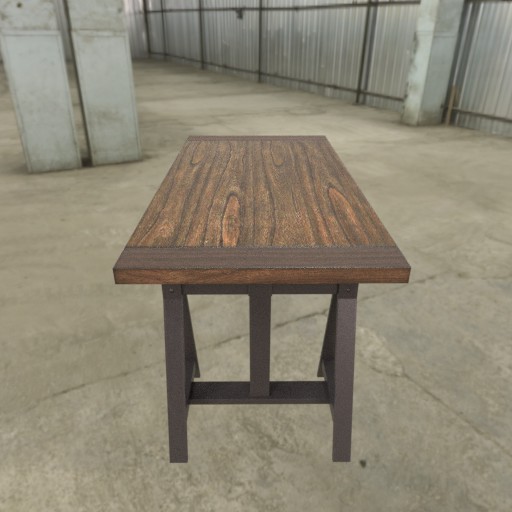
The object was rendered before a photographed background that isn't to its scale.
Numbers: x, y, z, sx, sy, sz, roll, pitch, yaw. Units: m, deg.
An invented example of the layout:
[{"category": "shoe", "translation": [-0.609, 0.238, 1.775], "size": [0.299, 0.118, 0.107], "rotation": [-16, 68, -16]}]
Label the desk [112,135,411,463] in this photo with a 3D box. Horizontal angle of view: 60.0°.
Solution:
[{"category": "desk", "translation": [0.000, 0.000, 1.972], "size": [0.784, 0.725, 1.543], "rotation": [0, 28, 0]}]
